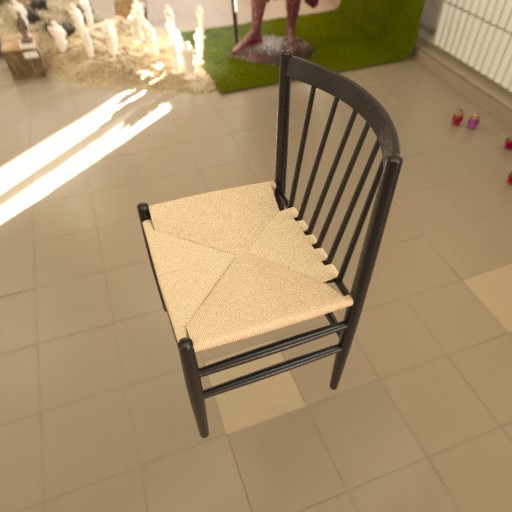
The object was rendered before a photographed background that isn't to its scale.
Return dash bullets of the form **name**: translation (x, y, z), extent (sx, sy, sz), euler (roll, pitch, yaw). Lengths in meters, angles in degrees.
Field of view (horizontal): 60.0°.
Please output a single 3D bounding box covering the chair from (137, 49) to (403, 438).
- **chair**: translation (0.000, 0.000, 1.145), extent (0.516, 0.818, 0.495), euler (-15, 49, -14)
